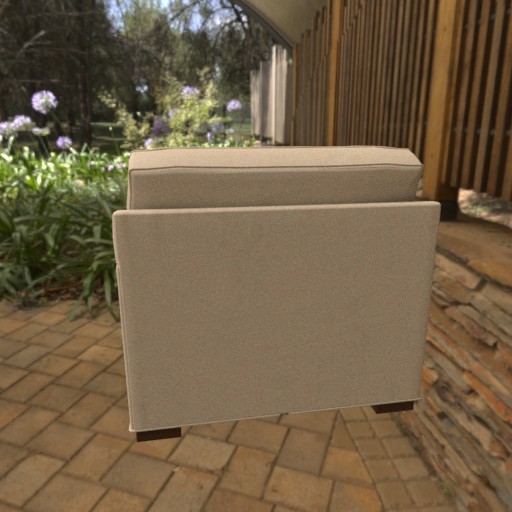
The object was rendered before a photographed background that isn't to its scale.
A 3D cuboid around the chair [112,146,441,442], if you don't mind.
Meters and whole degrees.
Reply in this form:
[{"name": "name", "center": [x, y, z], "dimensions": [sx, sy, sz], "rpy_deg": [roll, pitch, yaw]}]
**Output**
[{"name": "chair", "center": [0.000, 0.000, 1.852], "dimensions": [0.998, 0.913, 1.043], "rpy_deg": [-3, 16, -10]}]
